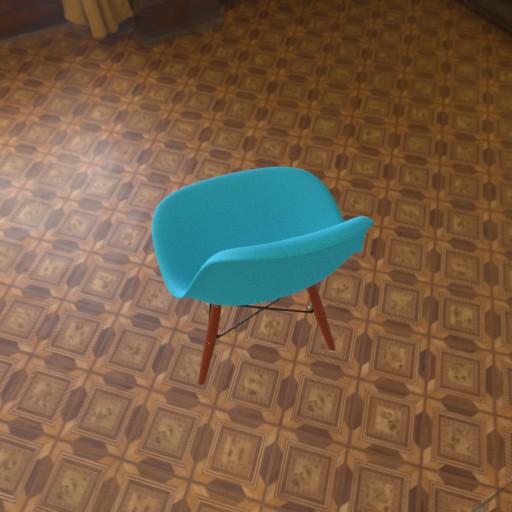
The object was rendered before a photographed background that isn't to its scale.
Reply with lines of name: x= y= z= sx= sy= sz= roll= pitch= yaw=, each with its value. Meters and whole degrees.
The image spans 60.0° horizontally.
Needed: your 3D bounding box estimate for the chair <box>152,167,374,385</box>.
chair: x=0.000 y=0.000 z=1.102 sx=0.470 sy=0.826 sz=0.533 roll=-14 pitch=59 yaw=-9
